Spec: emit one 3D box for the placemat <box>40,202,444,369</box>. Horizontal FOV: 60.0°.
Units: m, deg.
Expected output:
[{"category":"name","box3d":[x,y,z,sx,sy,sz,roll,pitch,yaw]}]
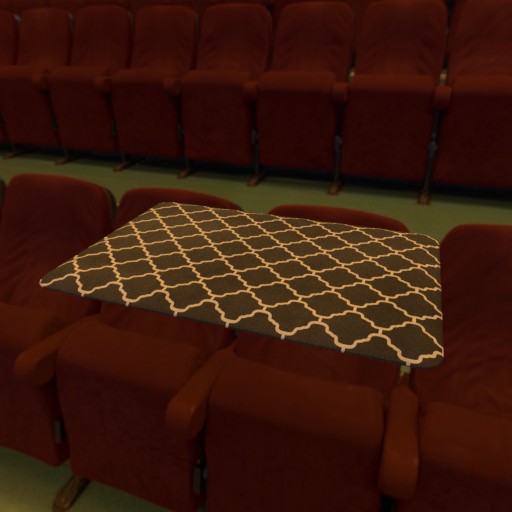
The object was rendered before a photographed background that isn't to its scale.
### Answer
[{"category":"placemat","box3d":[0.000,0.000,0.971,0.762,0.021,0.508,9,28,17]}]
